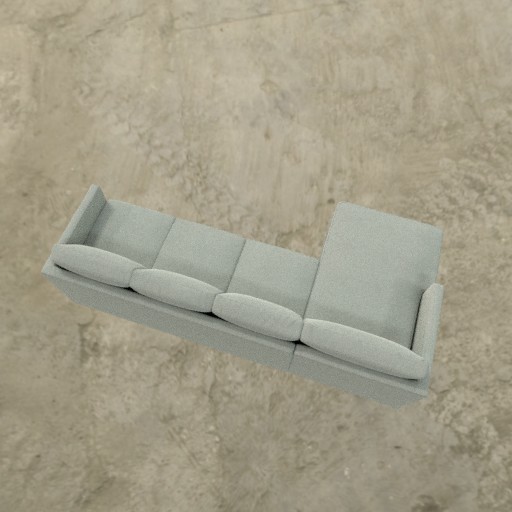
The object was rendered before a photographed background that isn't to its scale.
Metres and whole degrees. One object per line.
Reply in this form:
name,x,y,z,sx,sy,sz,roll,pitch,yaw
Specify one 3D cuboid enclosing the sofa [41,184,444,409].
sofa,0.000,0.000,3.991,3.205,0.922,1.650,17,66,8
